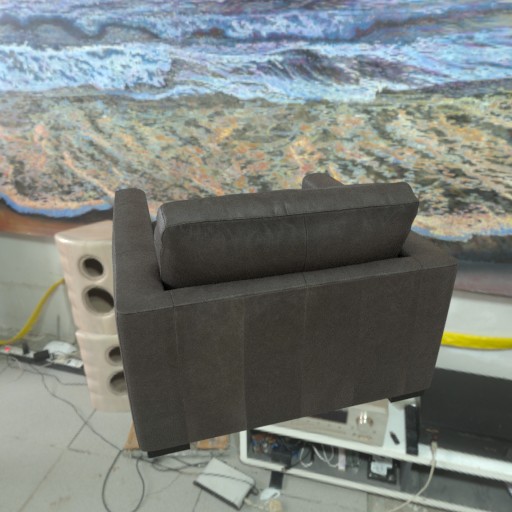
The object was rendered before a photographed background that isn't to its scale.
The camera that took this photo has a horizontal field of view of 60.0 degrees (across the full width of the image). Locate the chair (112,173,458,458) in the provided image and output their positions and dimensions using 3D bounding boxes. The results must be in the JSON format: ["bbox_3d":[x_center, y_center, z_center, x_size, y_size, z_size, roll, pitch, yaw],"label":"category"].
[{"bbox_3d":[0.000,0.000,1.799,1.106,0.807,1.080,-7,27,-14],"label":"chair"}]
